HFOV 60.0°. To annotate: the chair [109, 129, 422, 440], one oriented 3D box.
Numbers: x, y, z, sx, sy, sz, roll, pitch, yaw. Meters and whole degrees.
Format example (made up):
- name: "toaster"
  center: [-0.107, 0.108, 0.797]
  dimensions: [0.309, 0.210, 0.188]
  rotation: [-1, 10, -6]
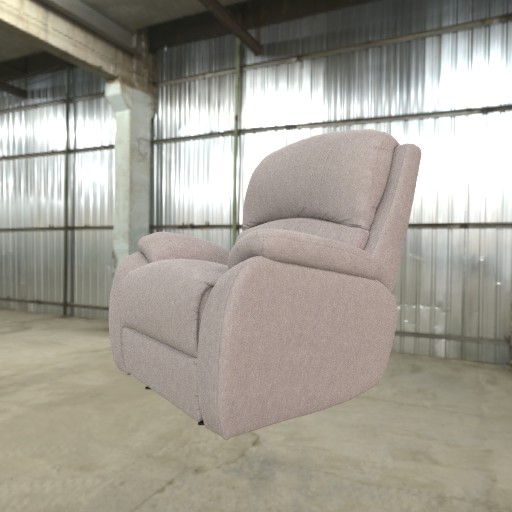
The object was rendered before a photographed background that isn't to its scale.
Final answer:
- name: "chair"
  center: [0.000, 0.000, 1.721]
  dimensions: [0.899, 1.011, 0.930]
  rotation: [-1, 2, -36]
